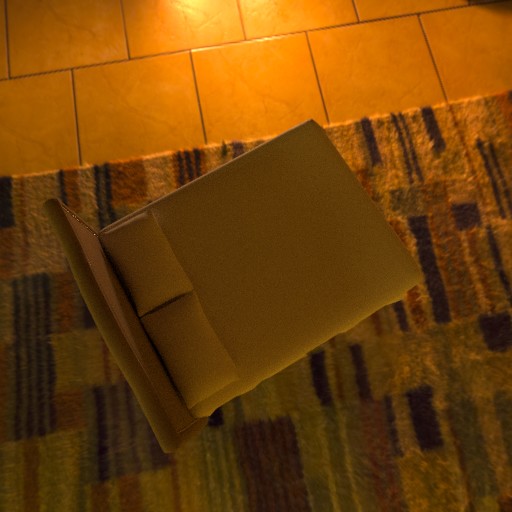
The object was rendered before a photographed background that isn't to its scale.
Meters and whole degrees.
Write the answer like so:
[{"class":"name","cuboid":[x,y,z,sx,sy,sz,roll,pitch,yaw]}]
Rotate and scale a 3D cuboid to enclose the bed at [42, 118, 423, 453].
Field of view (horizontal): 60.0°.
[{"class":"bed","cuboid":[0.000,0.000,3.298,2.128,1.441,1.744,-30,77,-7]}]
